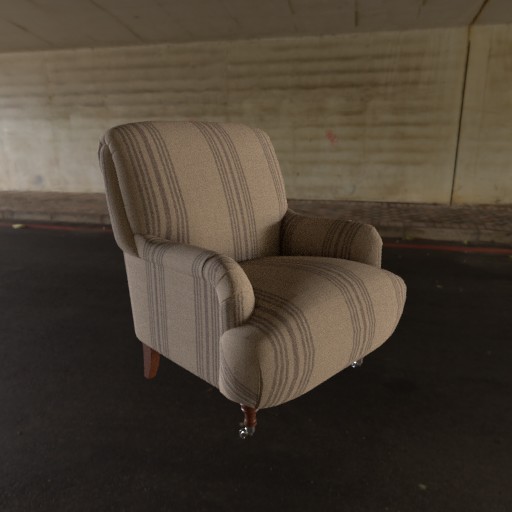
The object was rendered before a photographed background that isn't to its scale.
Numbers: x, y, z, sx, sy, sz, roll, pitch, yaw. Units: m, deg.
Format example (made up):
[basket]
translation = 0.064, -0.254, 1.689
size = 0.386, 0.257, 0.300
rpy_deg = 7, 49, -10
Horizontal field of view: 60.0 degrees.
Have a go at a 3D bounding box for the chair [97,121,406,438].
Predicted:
[chair]
translation = 0.000, 0.000, 1.594
size = 0.813, 0.940, 0.914
rpy_deg = -15, 21, -43
